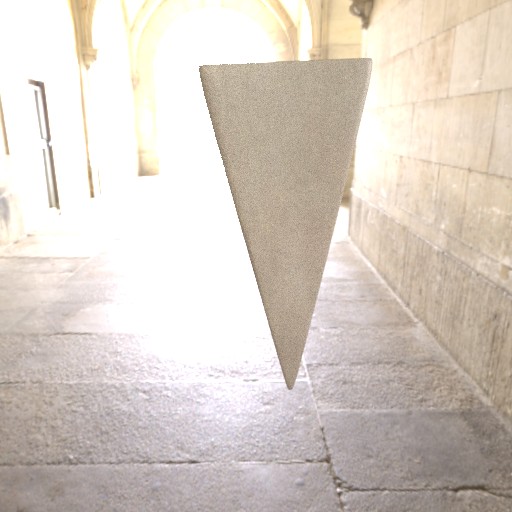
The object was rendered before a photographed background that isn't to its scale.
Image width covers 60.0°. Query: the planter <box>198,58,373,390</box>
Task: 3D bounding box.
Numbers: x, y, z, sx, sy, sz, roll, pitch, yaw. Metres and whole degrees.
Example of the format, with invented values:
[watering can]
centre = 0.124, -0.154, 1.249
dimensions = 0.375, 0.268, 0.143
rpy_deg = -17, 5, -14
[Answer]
[planter]
centre = 0.000, 0.000, 0.275
dimensions = 0.101, 0.224, 0.081
rpy_deg = 15, 22, 41
